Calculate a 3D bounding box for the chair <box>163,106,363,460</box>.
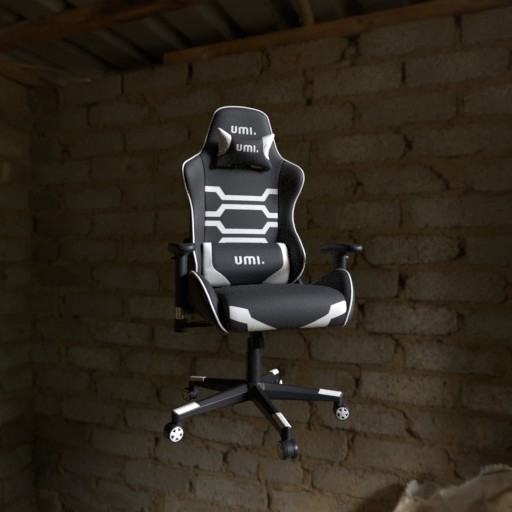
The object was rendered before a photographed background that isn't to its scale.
[{"bbox_3d":[0.000,0.000,1.659,0.700,1.240,0.700,0,1,-18],"label":"chair"}]
